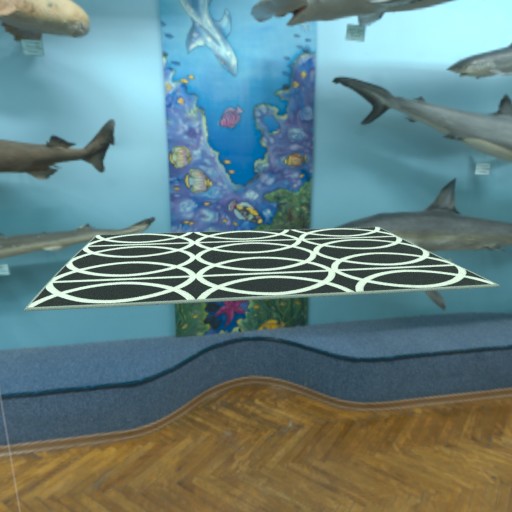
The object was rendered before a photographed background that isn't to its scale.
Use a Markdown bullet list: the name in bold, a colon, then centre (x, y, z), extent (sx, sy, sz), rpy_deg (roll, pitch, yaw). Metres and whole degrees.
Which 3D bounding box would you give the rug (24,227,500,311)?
- **rug**: centre (0.000, 0.000, 2.817), extent (2.290, 0.014, 1.526), rpy_deg (-2, 15, -8)
